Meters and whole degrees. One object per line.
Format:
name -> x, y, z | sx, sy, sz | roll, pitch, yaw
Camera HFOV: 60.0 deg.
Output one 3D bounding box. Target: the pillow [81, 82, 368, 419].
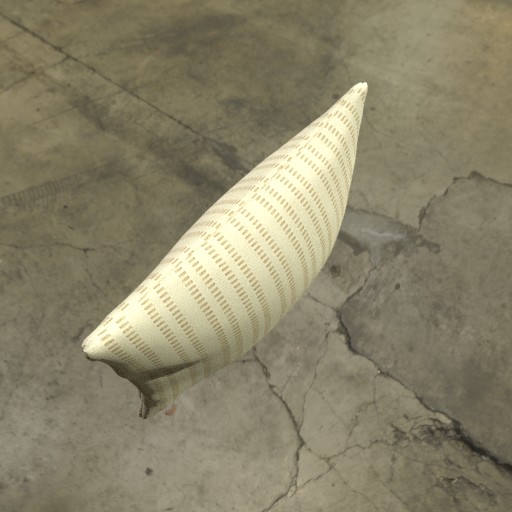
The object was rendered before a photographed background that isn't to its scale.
pillow -> 0.000, 0.000, 0.790 | 0.210, 0.353, 0.640 | 34, 64, 19
